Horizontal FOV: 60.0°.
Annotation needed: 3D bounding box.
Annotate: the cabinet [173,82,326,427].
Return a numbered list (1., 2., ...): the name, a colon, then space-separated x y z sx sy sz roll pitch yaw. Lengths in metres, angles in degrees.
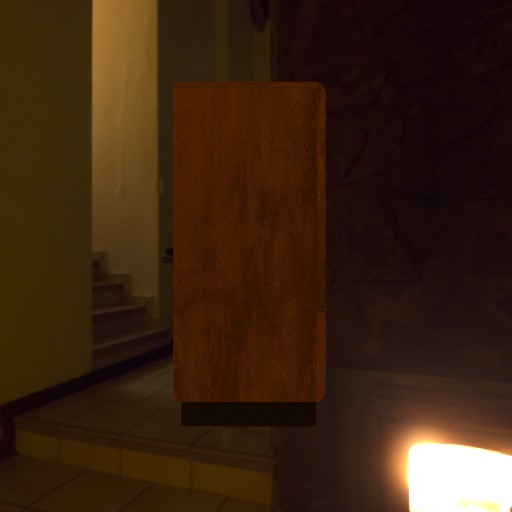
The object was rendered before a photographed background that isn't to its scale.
1. cabinet: 0.000 0.000 1.950 0.420 0.900 1.600 0 0 0
